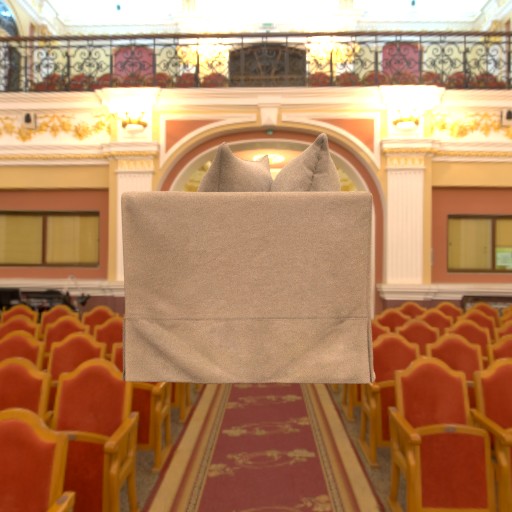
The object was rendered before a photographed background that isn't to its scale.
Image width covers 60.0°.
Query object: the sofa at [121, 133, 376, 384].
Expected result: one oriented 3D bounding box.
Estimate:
[{"bbox_3d":[0.000,0.000,2.821,1.031,1.034,2.290,0,-1,2],"label":"sofa"}]
